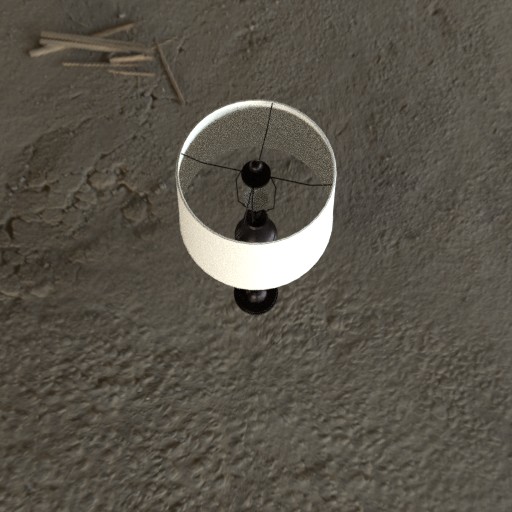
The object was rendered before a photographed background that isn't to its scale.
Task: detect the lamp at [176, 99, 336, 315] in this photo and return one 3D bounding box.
[{"bbox_3d":[0.000,0.000,1.664,0.431,1.484,0.431,0,74,0],"label":"lamp"}]
